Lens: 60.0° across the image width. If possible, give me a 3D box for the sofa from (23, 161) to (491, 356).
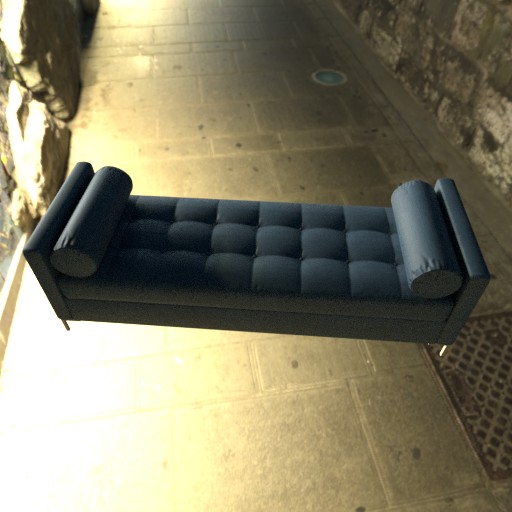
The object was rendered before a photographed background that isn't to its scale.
[{"bbox_3d":[0.000,0.000,2.300,1.981,0.635,0.686,3,46,3],"label":"sofa"}]
